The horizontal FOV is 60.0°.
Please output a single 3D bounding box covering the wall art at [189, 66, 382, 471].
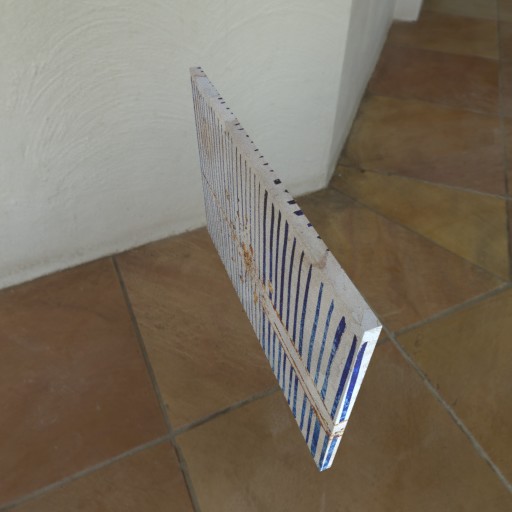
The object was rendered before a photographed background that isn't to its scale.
[{"bbox_3d":[0.000,0.000,1.430,0.038,0.757,1.143,-16,49,-15],"label":"wall art"}]
